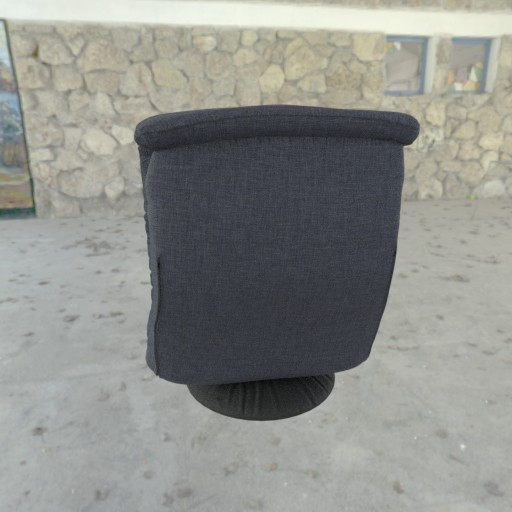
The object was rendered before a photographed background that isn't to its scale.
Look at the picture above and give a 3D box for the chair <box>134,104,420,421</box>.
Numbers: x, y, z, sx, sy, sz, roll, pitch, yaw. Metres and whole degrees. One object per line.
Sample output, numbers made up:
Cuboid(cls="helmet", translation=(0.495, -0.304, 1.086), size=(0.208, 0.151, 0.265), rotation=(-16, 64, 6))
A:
Cuboid(cls="chair", translation=(0.000, 0.000, 1.197), size=(0.597, 0.749, 0.668), rotation=(-3, 16, -9))
